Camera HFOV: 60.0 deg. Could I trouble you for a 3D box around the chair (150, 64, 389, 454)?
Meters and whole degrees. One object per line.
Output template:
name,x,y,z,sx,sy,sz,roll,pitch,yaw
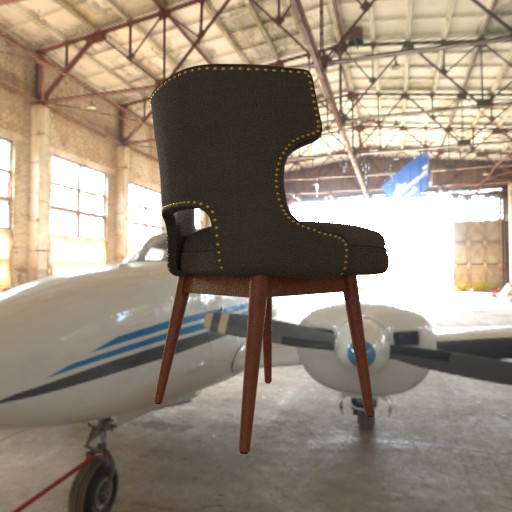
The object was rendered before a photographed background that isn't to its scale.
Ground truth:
chair,0.000,0.000,1.250,0.581,0.863,0.595,2,-3,-36
